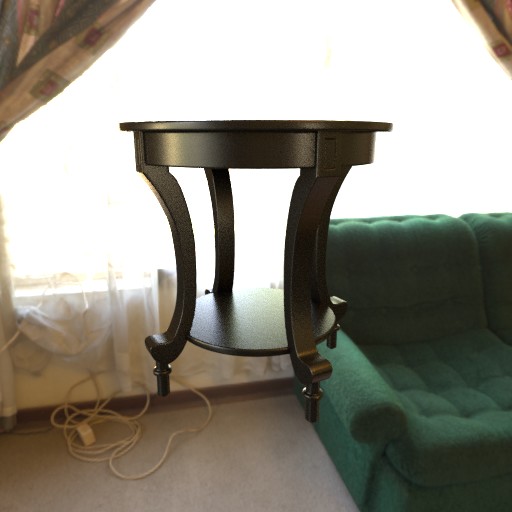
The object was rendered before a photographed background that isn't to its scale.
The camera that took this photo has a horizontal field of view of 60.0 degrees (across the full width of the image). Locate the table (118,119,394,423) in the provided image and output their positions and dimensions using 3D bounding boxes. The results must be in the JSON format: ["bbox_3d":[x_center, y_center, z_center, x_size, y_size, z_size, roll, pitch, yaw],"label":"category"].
[{"bbox_3d":[0.000,0.000,1.083,0.597,0.618,0.597,0,15,0],"label":"table"}]
